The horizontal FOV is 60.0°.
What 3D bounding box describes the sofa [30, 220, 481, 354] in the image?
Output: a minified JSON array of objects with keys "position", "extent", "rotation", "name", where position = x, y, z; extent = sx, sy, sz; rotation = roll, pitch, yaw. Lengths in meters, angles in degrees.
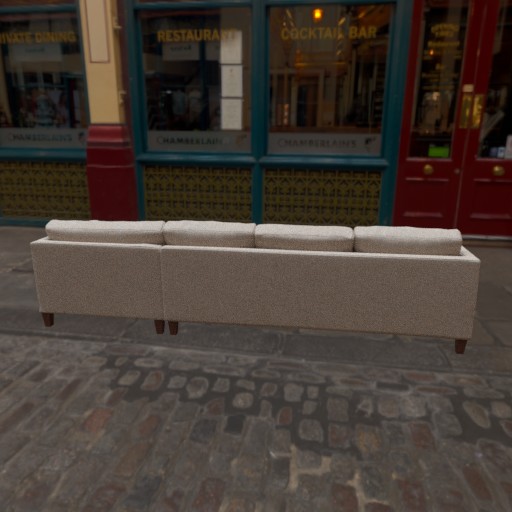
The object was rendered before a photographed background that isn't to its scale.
[{"position":[0.000,0.000,3.901],"extent":[3.186,0.846,1.625],"rotation":[2,16,8],"name":"sofa"}]
